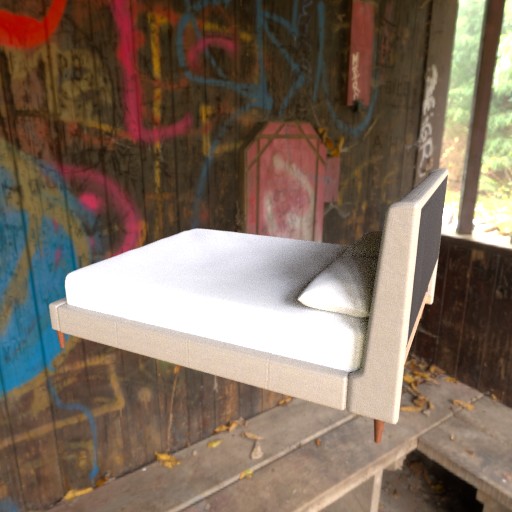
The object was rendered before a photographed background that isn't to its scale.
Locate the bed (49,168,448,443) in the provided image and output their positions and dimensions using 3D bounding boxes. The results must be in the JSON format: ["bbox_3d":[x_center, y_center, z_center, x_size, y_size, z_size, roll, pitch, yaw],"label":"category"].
[{"bbox_3d":[0.000,0.000,3.055,2.232,1.147,1.656,8,18,25],"label":"bed"}]
